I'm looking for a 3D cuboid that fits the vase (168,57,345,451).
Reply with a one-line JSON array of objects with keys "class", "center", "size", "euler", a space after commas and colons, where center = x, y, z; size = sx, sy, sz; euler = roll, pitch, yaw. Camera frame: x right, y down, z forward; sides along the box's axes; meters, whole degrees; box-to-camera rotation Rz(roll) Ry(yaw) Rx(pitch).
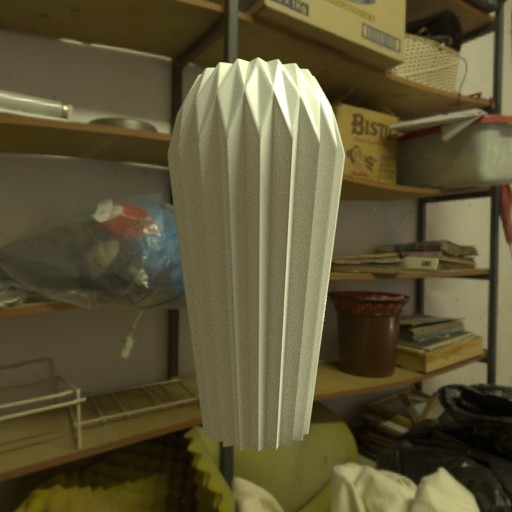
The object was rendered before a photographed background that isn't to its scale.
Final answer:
[{"class": "vase", "center": [0.000, 0.000, 0.337], "size": [0.133, 0.263, 0.133], "euler": [0, 1, 0]}]
